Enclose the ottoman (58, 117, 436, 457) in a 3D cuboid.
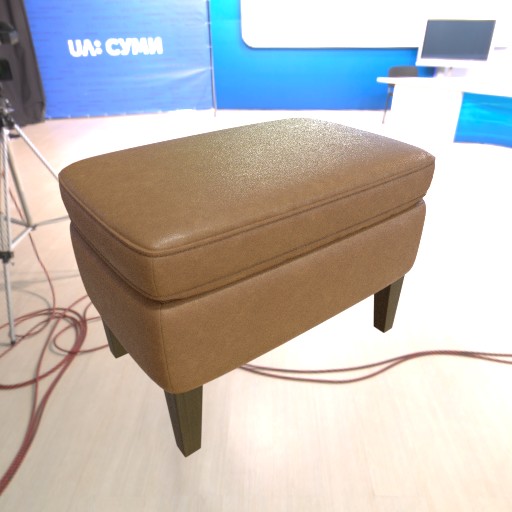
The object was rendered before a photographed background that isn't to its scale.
[{"bbox_3d":[0.000,0.000,0.960,0.670,0.480,0.420,-21,37,-32],"label":"ottoman"}]
